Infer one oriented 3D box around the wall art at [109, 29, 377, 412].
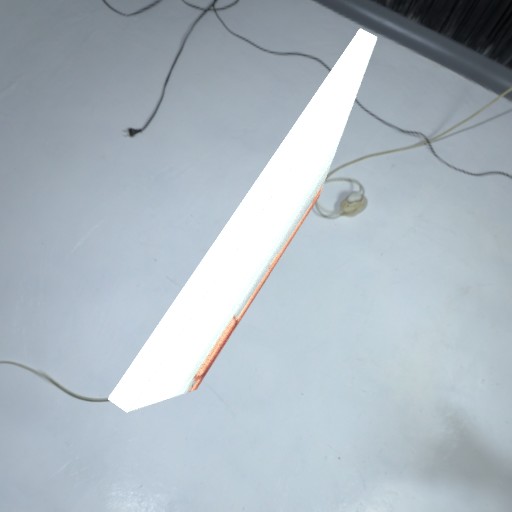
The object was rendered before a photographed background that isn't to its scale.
[{"bbox_3d":[0.000,0.000,1.092,0.042,0.760,0.760,31,78,8],"label":"wall art"}]
